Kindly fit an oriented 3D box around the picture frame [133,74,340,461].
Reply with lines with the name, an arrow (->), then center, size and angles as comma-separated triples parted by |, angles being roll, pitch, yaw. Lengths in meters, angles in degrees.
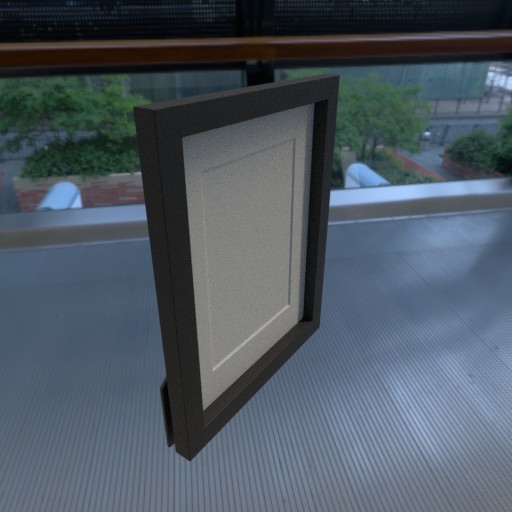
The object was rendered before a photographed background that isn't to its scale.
picture frame -> 0.000, 0.000, 0.532 | 0.036, 0.383, 0.307 | 18, 33, 31
